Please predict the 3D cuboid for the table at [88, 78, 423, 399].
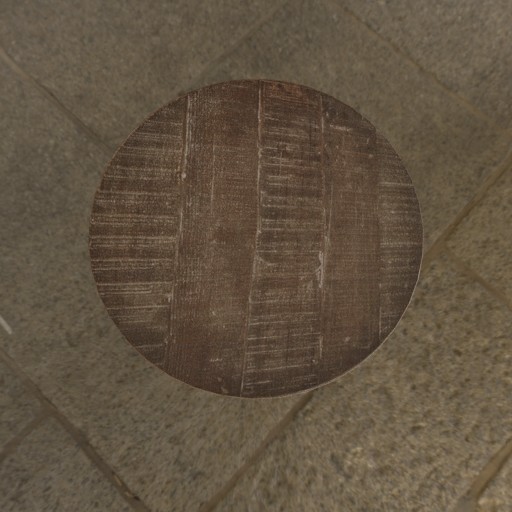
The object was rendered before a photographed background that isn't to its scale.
[{"bbox_3d":[0.000,0.000,0.951,0.557,0.437,0.557,0,76,0],"label":"table"}]
